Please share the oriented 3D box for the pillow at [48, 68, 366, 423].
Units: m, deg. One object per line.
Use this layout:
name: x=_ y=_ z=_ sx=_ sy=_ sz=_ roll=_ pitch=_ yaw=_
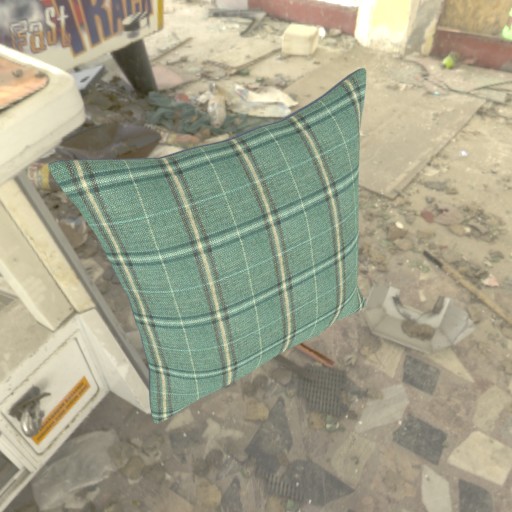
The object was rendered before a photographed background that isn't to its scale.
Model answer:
pillow: x=0.000 y=0.000 z=0.673 sx=0.453 sy=0.430 sz=0.200 roll=-25 pitch=50 yaw=-23
